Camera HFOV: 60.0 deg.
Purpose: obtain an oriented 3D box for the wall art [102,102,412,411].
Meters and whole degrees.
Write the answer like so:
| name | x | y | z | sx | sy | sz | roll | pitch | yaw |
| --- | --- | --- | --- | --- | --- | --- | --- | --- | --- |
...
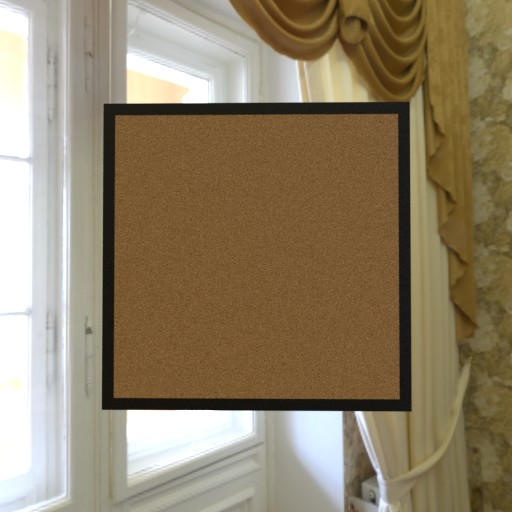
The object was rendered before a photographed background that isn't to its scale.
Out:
| name | x | y | z | sx | sy | sz | roll | pitch | yaw |
| --- | --- | --- | --- | --- | --- | --- | --- | --- | --- |
| wall art | 0.000 | 0.000 | 0.749 | 0.508 | 0.508 | 0.038 | 0 | -1 | 1 |
